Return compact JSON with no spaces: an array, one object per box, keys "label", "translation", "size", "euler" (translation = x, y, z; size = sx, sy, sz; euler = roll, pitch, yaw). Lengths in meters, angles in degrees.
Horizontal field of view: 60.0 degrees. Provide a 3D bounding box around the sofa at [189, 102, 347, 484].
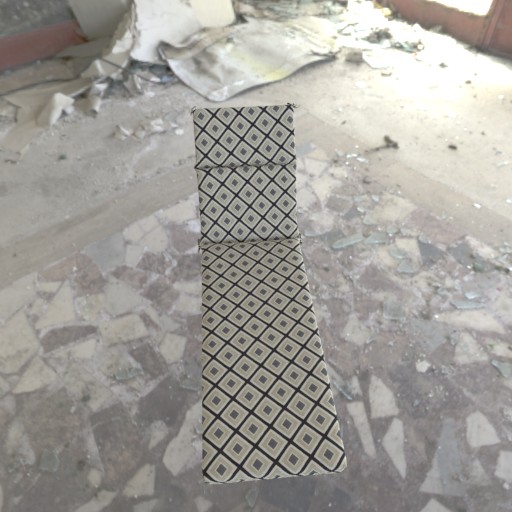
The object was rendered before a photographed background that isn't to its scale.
[{"label":"sofa","translation":[0.000,0.000,1.949],"size":[0.582,0.622,1.663],"euler":[-4,47,-3]}]
